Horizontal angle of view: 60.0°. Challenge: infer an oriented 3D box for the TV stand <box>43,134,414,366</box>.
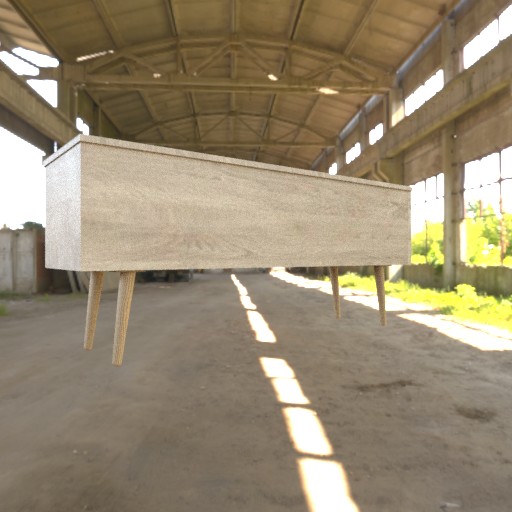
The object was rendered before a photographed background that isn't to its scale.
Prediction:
[{"bbox_3d":[0.000,0.000,1.570,1.313,0.565,0.401,0,0,-37],"label":"TV stand"}]
